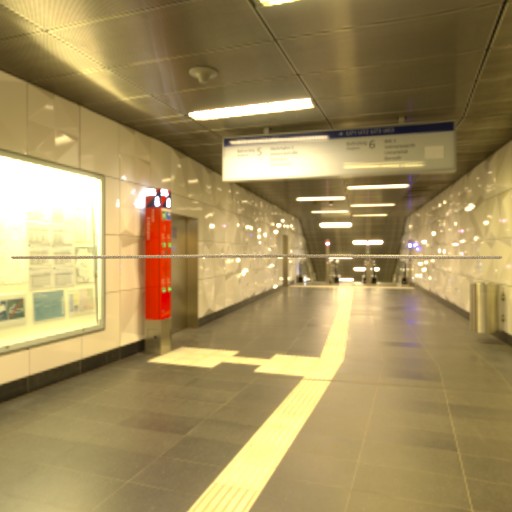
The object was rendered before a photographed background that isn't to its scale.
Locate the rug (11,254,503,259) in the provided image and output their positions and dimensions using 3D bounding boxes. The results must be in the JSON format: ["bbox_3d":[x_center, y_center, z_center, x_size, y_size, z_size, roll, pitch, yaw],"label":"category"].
[{"bbox_3d":[0.000,0.000,2.222,1.820,0.022,1.179,0,0,0],"label":"rug"}]
